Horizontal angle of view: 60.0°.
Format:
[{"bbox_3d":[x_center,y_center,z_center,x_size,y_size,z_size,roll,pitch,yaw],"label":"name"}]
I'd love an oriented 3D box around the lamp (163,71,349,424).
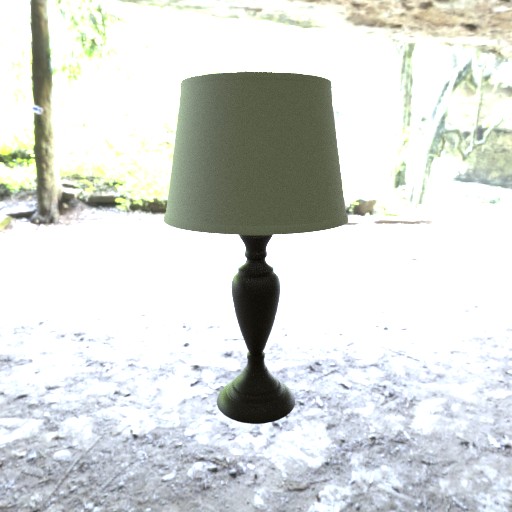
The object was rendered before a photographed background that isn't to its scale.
[{"bbox_3d":[0.000,0.000,0.835,0.335,0.611,0.335,0,14,0],"label":"lamp"}]
